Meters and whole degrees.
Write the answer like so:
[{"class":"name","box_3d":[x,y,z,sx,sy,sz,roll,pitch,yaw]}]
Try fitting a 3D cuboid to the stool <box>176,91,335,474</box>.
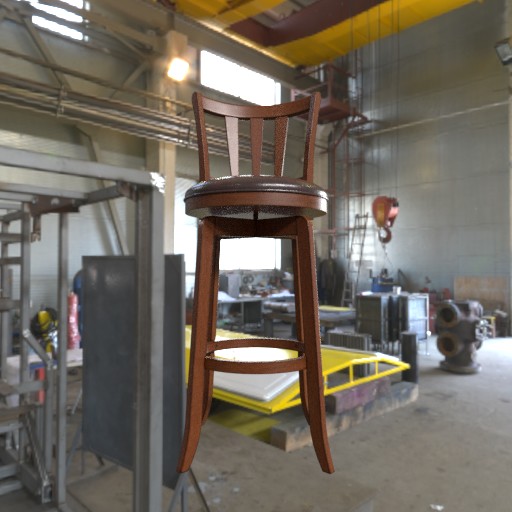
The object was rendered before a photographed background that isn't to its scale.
[{"class":"stool","box_3d":[0.000,0.000,1.414,0.464,1.177,0.503,0,-1,0]}]
